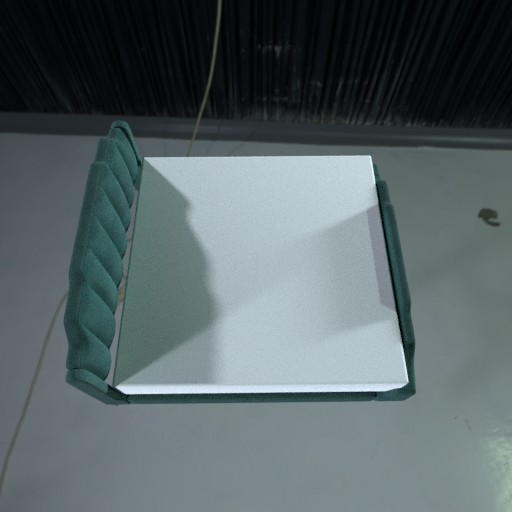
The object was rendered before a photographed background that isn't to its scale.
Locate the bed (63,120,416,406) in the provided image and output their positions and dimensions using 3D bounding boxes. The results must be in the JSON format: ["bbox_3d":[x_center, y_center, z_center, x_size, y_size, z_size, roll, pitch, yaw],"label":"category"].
[{"bbox_3d":[0.000,0.000,3.478,2.340,1.245,2.074,-1,63,0],"label":"bed"}]
